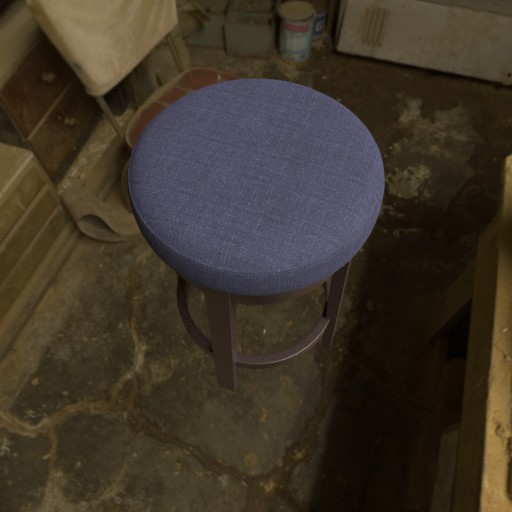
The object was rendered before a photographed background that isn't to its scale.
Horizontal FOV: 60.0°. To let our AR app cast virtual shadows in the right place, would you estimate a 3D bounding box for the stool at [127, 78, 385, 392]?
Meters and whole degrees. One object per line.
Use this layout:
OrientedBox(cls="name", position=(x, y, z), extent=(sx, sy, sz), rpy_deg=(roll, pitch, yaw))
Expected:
OrientedBox(cls="stool", position=(0.000, 0.000, 0.987), extent=(0.449, 0.655, 0.449), rpy_deg=(0, 59, 0))
